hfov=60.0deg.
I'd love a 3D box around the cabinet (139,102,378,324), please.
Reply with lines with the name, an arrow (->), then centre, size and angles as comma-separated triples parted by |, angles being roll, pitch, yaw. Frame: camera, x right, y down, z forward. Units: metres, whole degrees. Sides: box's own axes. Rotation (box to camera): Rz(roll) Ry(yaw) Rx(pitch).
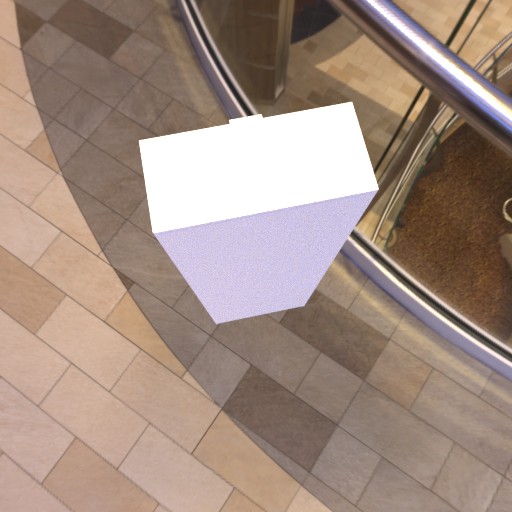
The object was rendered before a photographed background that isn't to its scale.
cabinet -> 0.000, 0.000, 1.816 | 0.520, 1.630, 0.255 | -11, 74, -3
